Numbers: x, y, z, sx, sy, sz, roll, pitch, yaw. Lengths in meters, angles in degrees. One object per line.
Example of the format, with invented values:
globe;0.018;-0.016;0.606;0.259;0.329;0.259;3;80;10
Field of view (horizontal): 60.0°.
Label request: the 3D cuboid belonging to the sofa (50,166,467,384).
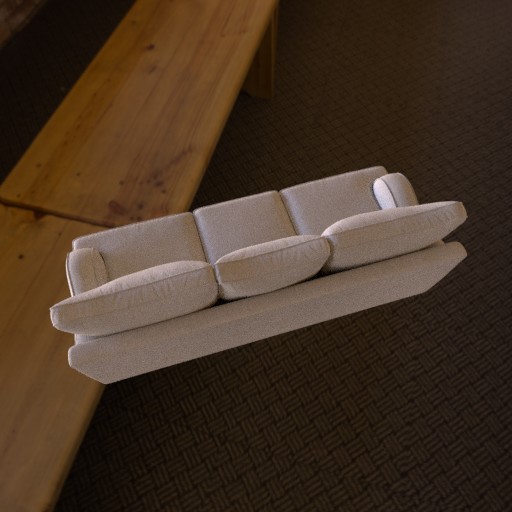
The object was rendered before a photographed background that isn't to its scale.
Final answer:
sofa;0.000;0.000;2.892;2.323;0.991;1.016;-15;60;-9
